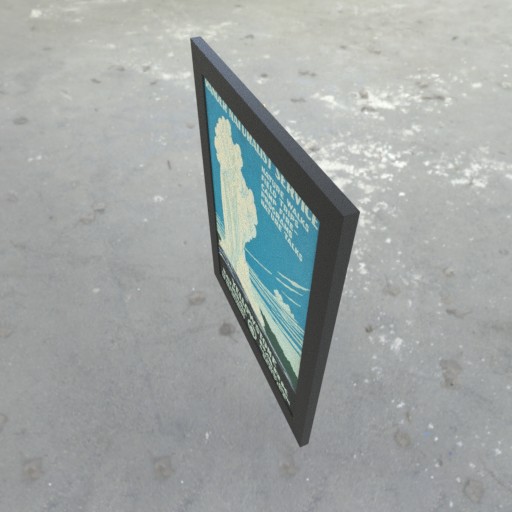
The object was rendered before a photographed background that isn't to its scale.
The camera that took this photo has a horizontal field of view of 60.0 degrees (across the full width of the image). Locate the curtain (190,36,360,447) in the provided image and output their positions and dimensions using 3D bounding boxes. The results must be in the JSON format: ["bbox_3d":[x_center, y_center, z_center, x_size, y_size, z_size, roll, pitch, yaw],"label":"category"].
[{"bbox_3d":[0.000,0.000,0.791,0.027,0.585,0.483,-17,49,-16],"label":"curtain"}]
